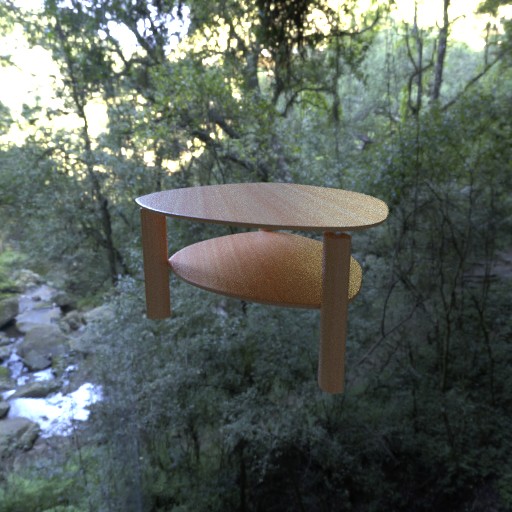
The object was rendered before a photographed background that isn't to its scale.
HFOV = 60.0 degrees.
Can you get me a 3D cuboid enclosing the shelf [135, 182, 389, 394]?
[{"bbox_3d":[0.000,0.000,1.652,0.845,0.440,1.246,-2,14,-8],"label":"shelf"}]
